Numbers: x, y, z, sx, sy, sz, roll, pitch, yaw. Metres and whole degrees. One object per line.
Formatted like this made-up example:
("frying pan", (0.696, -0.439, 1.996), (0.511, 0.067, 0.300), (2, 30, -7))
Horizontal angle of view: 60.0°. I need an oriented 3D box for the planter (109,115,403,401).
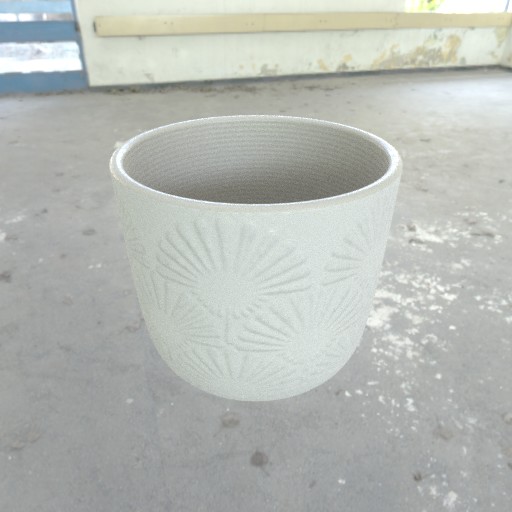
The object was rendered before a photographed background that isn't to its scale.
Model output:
("planter", (0.000, 0.000, 0.221), (0.124, 0.109, 0.124), (0, 31, 0))
